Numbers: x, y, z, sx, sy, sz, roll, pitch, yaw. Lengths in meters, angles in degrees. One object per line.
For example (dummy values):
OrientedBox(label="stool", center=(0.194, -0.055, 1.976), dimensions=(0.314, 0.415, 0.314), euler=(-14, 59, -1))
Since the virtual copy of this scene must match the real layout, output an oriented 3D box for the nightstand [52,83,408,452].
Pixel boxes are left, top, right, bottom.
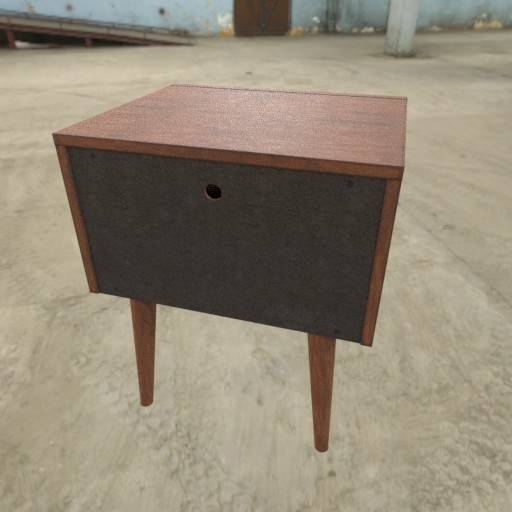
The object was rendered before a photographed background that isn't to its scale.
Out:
OrientedBox(label="nightstand", center=(0.000, 0.000, 0.954), dimensions=(0.521, 0.607, 0.445), euler=(9, 32, 14))
